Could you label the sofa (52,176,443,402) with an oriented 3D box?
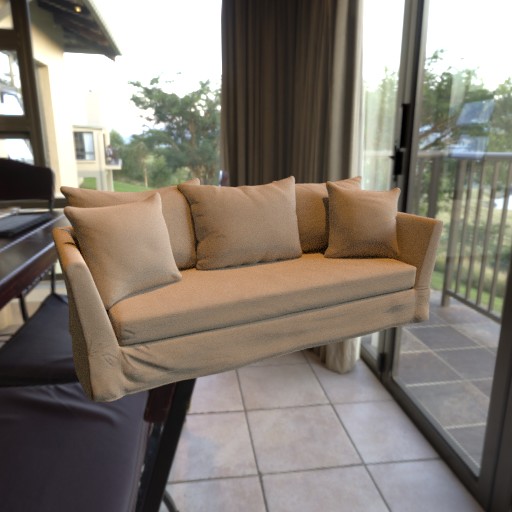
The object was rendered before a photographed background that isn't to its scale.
[{"bbox_3d":[0.000,0.000,3.070,2.499,1.047,1.046,-7,16,-26],"label":"sofa"}]
